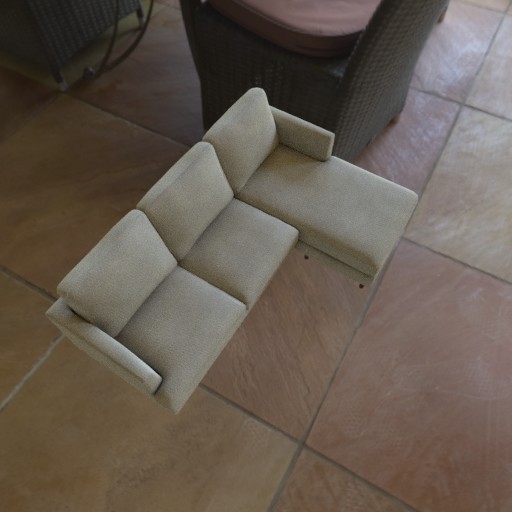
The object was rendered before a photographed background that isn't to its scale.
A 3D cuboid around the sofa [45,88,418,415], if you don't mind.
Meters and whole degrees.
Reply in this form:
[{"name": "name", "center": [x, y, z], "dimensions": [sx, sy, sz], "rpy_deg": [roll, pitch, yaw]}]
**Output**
[{"name": "sofa", "center": [0.000, 0.000, 3.016], "dimensions": [1.504, 0.956, 2.233], "rpy_deg": [29, 63, 16]}]
